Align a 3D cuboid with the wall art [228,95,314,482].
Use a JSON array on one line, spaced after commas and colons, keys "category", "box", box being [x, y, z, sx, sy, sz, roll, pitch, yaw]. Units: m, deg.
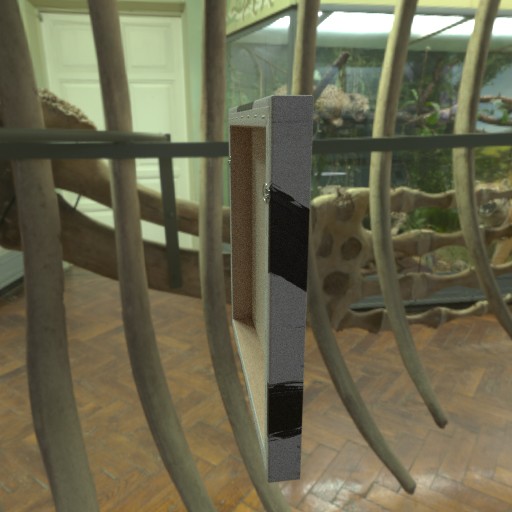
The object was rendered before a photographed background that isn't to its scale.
[{"category": "wall art", "box": [0.000, 0.000, 0.783, 0.050, 0.508, 0.507, -2, 17, -8]}]
